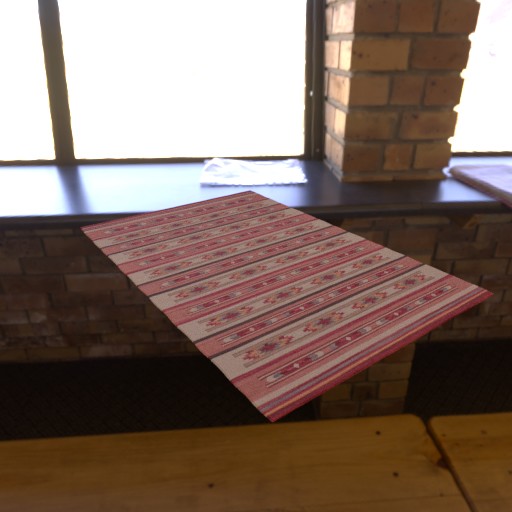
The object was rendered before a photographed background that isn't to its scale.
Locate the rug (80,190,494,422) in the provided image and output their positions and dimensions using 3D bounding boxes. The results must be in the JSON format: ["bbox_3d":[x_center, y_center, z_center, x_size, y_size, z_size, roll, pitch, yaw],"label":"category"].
[{"bbox_3d":[0.000,0.000,2.249,1.223,0.008,1.817,-18,31,-32],"label":"rug"}]
